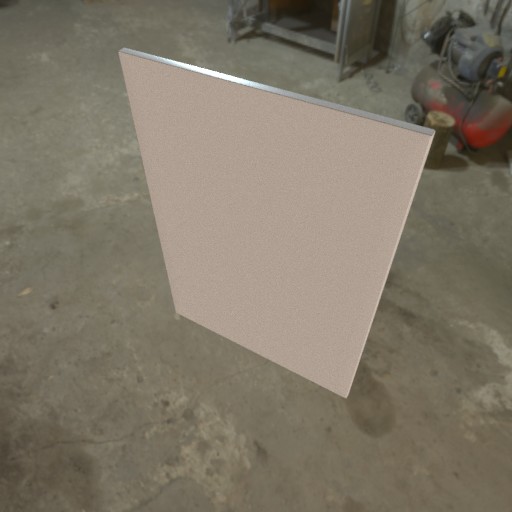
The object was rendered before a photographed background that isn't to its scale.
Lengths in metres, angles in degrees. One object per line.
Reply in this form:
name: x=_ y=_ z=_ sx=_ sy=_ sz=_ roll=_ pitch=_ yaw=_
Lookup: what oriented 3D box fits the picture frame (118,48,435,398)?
picture frame: x=0.000 y=0.000 z=0.669 sx=0.381 sy=0.534 sz=0.012 roll=23 pitch=51 yaw=20
